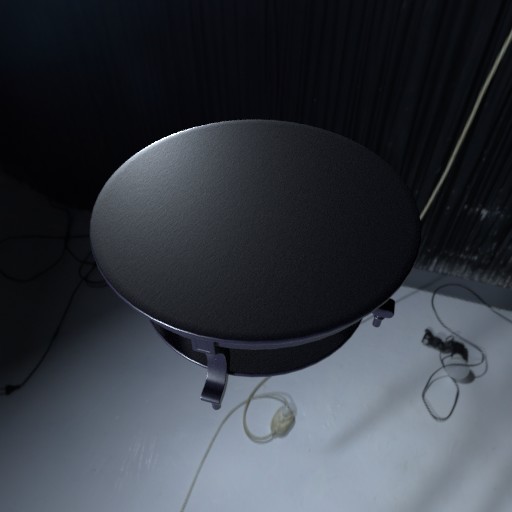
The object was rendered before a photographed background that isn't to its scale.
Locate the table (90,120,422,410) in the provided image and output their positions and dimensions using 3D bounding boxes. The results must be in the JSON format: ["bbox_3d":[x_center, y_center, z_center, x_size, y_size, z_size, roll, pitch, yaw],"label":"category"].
[{"bbox_3d":[0.000,0.000,1.588,1.029,0.491,1.029,0,47,0],"label":"table"}]
